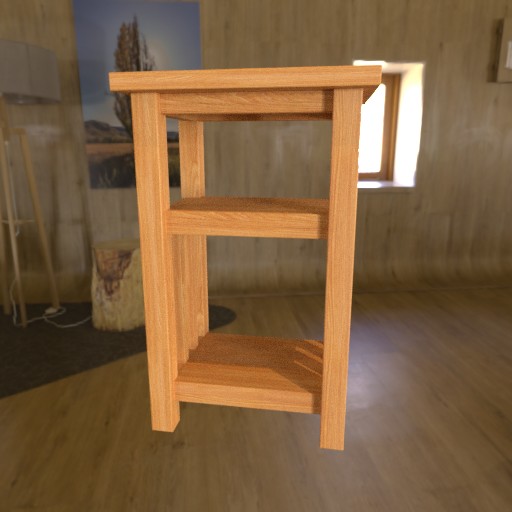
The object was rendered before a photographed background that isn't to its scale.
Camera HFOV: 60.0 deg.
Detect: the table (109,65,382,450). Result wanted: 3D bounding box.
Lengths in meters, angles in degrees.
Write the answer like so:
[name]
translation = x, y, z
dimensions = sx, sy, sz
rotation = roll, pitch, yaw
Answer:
[table]
translation = 0.000, 0.000, 0.751
dimensions = 0.350, 0.550, 0.270
rotation = 2, 14, 9
